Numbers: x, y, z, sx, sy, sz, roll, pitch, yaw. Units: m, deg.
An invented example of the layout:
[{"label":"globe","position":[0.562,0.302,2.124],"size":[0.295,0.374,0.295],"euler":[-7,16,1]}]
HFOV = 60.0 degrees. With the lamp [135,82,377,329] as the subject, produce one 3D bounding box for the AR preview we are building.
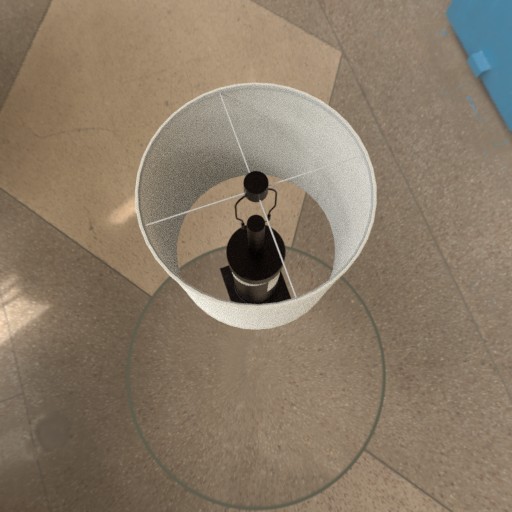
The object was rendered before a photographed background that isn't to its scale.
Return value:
[{"label":"lamp","position":[0.000,0.000,0.620],"size":[0.211,0.509,0.211],"euler":[-19,77,-5]}]
